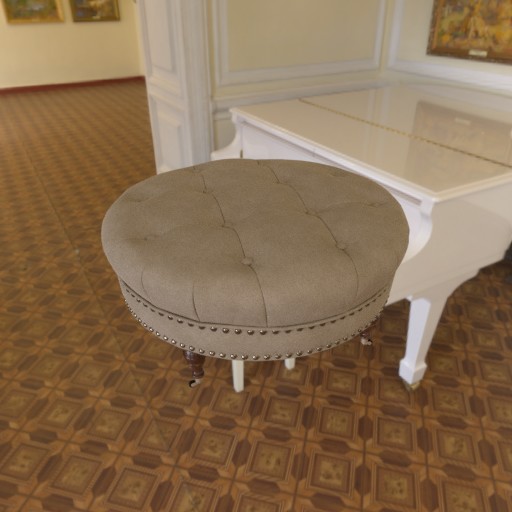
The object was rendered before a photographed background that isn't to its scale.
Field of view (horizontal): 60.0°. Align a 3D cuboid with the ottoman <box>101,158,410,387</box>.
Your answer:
[{"bbox_3d":[0.000,0.000,1.421,0.901,0.439,0.901,0,31,0],"label":"ottoman"}]
